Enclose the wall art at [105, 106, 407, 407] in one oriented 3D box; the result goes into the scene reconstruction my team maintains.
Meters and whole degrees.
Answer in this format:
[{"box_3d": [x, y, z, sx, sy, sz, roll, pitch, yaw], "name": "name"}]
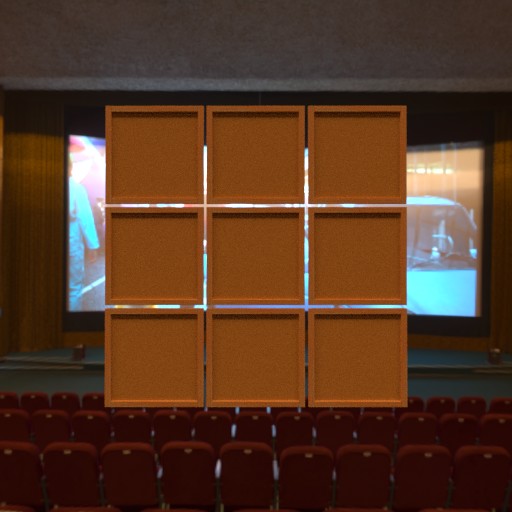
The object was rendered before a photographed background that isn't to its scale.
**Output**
[{"box_3d": [0.000, 0.000, 1.344, 0.911, 0.910, 0.012, 0, -1, 0], "name": "wall art"}]
